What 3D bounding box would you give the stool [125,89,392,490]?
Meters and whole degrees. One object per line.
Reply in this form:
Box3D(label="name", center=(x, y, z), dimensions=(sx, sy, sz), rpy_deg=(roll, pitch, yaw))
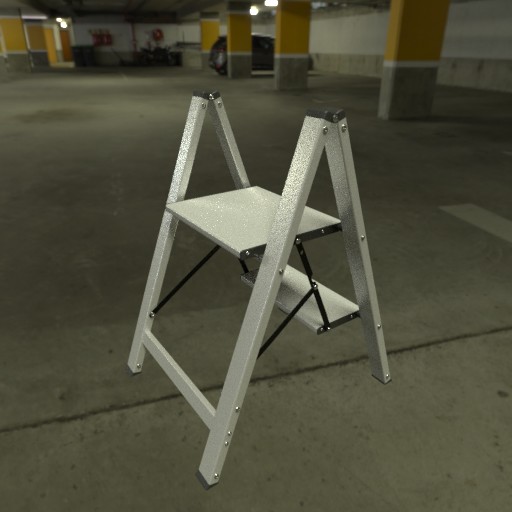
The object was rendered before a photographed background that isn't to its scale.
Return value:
Box3D(label="stool", center=(0.000, 0.000, 0.994), dimensions=(0.535, 0.670, 0.440), rpy_deg=(-17, 30, -31))
